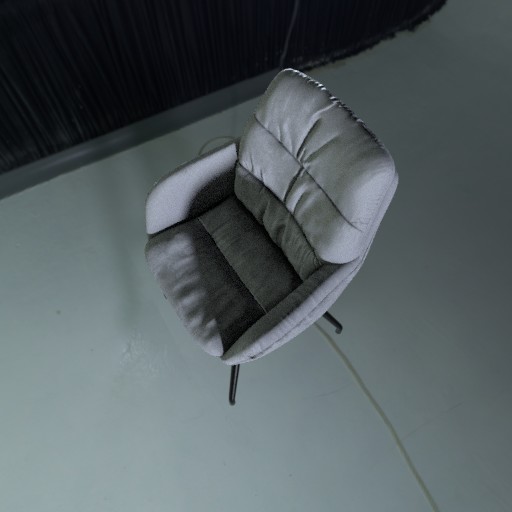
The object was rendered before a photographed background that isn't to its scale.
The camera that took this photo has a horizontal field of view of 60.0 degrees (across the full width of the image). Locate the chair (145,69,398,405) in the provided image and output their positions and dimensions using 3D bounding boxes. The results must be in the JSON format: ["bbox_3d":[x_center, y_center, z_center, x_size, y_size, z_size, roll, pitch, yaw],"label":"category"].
[{"bbox_3d":[0.000,0.000,1.312,0.569,0.888,0.579,-30,66,-15],"label":"chair"}]
